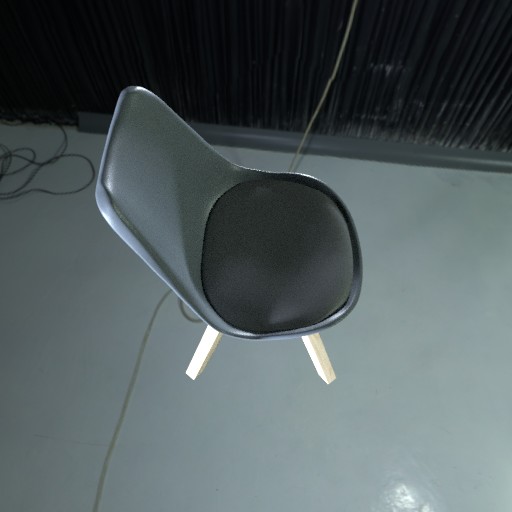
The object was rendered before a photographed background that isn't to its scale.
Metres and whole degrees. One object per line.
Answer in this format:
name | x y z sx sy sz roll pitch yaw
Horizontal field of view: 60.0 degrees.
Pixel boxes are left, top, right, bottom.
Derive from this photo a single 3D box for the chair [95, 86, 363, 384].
chair | 0.000 0.000 1.154 0.550 0.850 0.485 2 62 1
